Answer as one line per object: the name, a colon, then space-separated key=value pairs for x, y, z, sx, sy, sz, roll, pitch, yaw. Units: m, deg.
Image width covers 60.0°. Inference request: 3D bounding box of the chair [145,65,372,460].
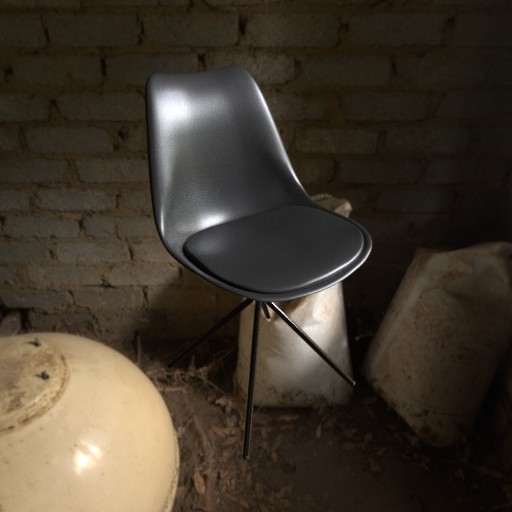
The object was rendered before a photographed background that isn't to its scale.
chair: x=0.000 y=0.000 z=1.152 sx=0.461 sy=0.850 sz=0.525 roll=-22 pitch=37 yaw=-32
